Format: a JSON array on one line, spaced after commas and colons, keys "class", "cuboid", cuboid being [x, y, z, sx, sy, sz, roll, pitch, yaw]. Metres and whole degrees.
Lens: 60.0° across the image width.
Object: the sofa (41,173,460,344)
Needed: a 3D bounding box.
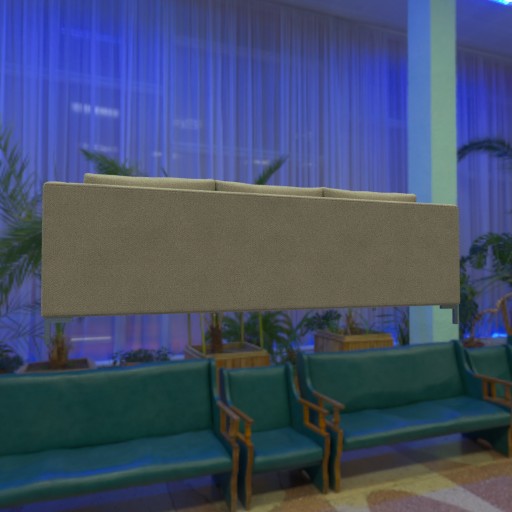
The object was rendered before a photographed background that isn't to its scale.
[{"class": "sofa", "cuboid": [0.000, 0.000, 2.888, 2.415, 0.867, 0.969, 1, -2, -19]}]
